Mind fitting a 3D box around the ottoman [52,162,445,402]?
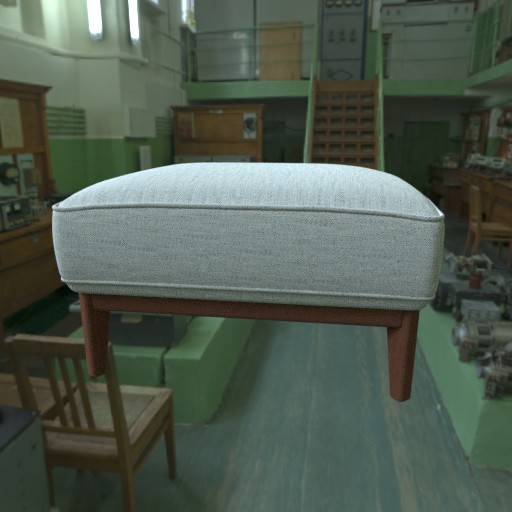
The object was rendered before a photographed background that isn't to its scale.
[{"bbox_3d":[0.000,0.000,1.166,0.794,0.465,0.594,2,16,8],"label":"ottoman"}]
